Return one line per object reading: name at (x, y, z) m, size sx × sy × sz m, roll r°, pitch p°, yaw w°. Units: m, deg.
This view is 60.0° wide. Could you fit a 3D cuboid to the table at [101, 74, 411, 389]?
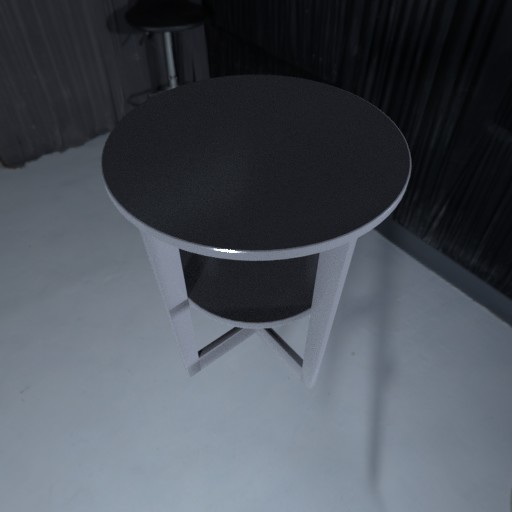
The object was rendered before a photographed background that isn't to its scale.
table at (0.000, 0.000, 0.933) m, size 0.500 × 0.550 × 0.500 m, roll 0°, pitch 47°, yaw 0°
